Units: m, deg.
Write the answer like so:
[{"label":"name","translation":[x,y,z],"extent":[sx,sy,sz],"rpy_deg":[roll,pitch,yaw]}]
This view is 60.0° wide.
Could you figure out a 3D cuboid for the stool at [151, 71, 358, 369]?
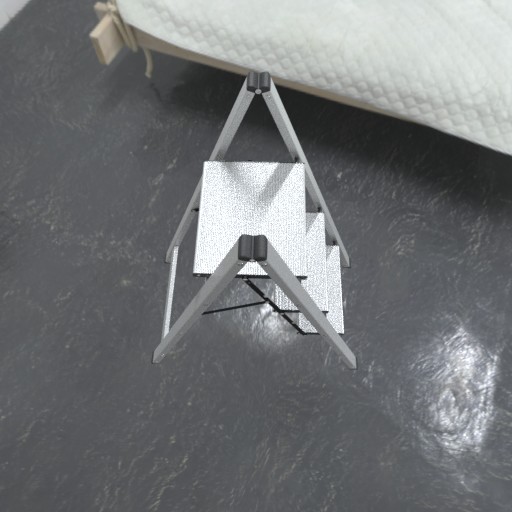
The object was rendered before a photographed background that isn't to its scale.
[{"label":"stool","translation":[0.000,0.000,1.249],"extent":[0.730,0.902,0.441],"rpy_deg":[1,65,1]}]
